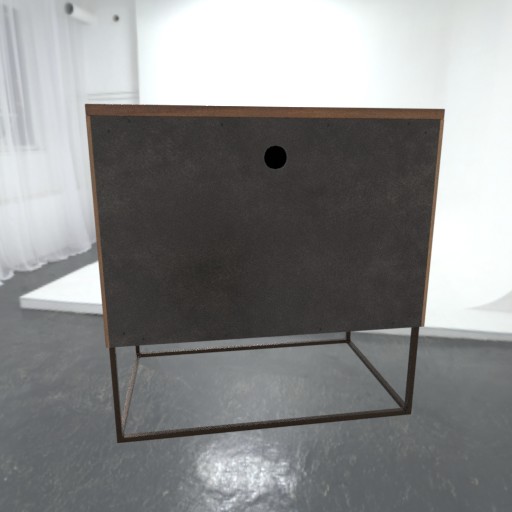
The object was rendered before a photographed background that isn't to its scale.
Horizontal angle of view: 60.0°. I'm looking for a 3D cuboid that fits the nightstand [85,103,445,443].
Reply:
[{"bbox_3d":[0.000,0.000,1.008,0.605,0.611,0.427,-2,14,-9],"label":"nightstand"}]
